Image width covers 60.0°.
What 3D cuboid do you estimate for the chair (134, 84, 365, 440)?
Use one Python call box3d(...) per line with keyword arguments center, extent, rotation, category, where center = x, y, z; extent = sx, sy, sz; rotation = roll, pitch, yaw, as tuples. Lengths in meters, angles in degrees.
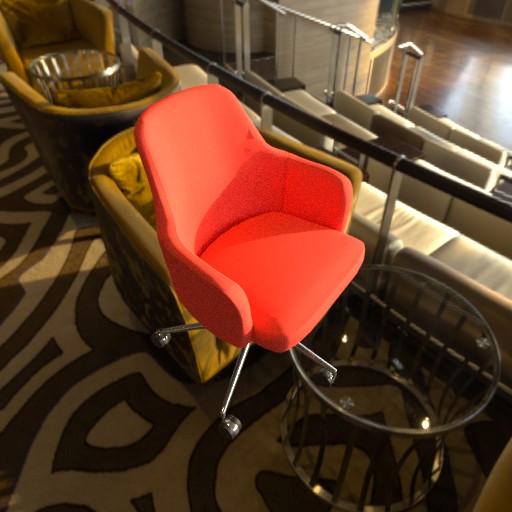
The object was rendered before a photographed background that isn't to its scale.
box3d(center=(0.000, 0.000, 1.283), extent=(0.600, 0.820, 0.655), rotation=(25, 47, 26), category="chair")
